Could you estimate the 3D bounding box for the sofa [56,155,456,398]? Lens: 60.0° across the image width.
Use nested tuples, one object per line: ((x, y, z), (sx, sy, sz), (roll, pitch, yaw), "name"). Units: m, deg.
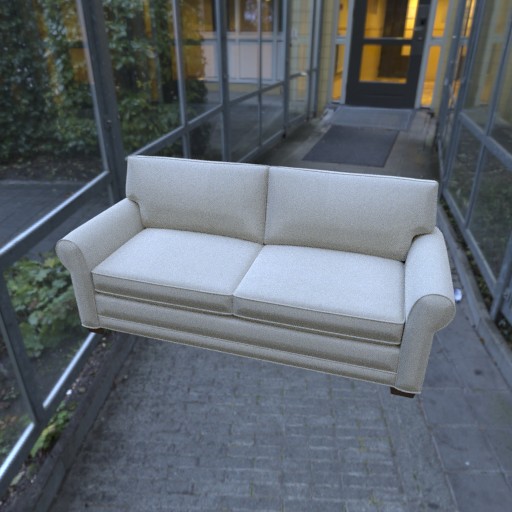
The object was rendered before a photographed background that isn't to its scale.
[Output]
((0.000, 0.000, 2.676), (2.146, 0.962, 0.901), (8, 29, 15), "sofa")
